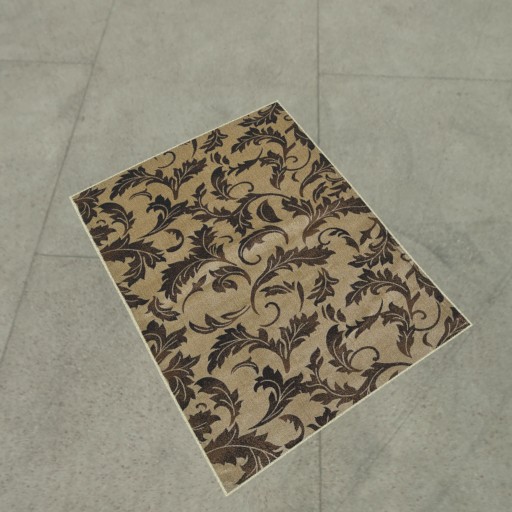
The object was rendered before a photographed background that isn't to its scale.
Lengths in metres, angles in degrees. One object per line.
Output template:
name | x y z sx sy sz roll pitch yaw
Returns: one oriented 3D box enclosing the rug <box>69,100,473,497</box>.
rug | 0.000 0.000 3.942 2.380 0.008 2.977 -29 67 -14
